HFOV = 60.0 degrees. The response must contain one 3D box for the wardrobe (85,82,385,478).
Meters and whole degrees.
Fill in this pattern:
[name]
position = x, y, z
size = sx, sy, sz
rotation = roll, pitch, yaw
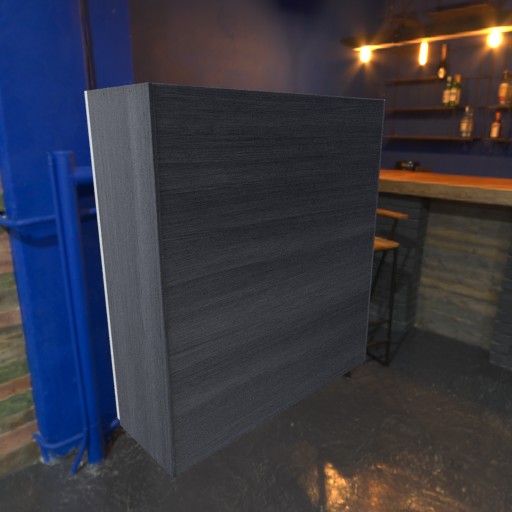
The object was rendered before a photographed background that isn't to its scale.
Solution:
[wardrobe]
position = 0.000, 0.000, 2.868
size = 1.780, 1.960, 0.629
rotation = -15, 22, -41
